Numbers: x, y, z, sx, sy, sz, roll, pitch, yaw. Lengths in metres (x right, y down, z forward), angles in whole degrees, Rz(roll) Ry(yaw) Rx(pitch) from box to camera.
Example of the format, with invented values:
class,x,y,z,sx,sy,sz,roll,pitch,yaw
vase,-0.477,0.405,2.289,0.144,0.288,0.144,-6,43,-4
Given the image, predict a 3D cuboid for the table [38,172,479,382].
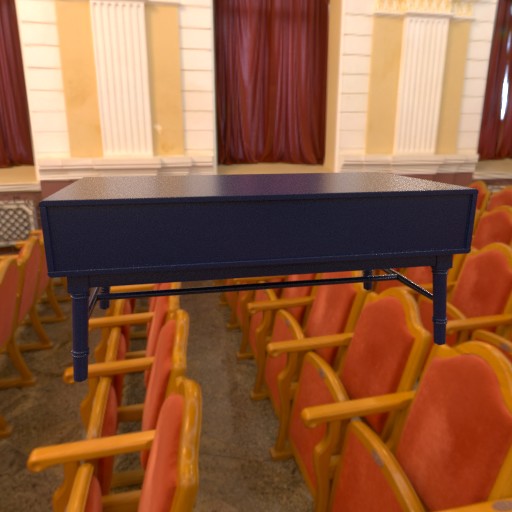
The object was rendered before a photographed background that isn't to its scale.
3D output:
class,x,y,z,sx,sy,sz,roll,pitch,yaw
table,0.000,0.000,1.378,1.067,0.457,0.572,-3,16,-11
